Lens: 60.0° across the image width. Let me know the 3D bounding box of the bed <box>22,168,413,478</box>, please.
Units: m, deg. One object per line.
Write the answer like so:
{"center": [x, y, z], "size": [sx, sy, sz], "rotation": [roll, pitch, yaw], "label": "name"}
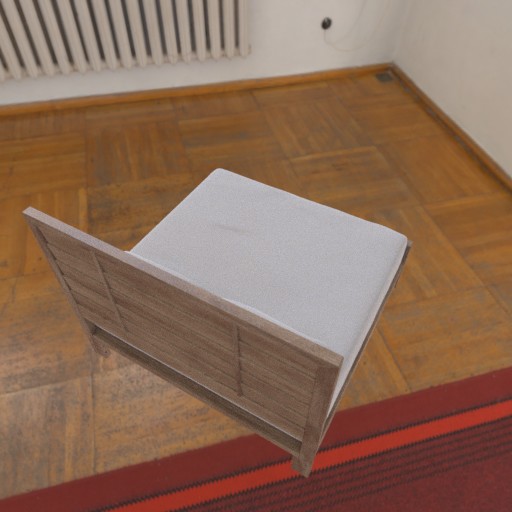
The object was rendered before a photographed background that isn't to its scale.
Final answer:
{"center": [0.000, 0.000, 3.490], "size": [2.032, 1.626, 2.062], "rotation": [23, 52, 20], "label": "bed"}
